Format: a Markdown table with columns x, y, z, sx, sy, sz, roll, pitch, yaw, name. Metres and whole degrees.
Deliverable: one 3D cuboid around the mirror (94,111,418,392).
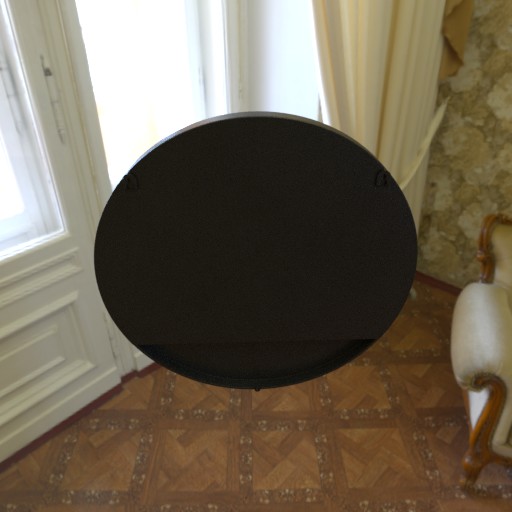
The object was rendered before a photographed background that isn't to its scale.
| x | y | z | sx | sy | sz | roll | pitch | yaw | name |
| --- | --- | --- | --- | --- | --- | --- | --- | --- | --- |
| 0.000 | 0.000 | 0.689 | 0.457 | 0.457 | 0.133 | -1 | 31 | -2 | mirror |
